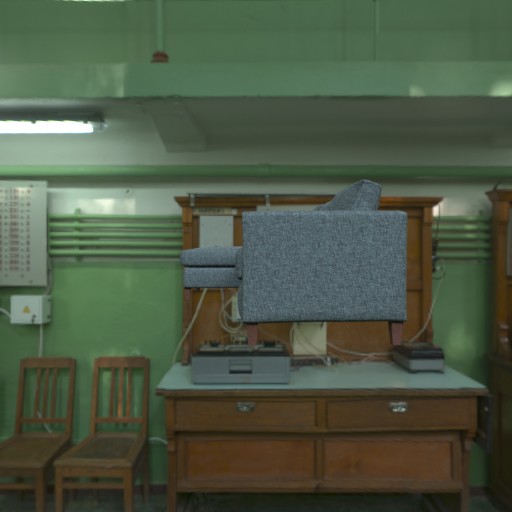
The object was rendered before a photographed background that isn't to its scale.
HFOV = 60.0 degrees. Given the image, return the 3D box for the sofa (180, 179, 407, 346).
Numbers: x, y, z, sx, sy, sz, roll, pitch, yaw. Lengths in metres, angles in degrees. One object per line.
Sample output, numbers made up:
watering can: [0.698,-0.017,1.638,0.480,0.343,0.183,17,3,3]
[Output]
sofa: [0.000,0.000,4.138,1.635,0.960,3.485,0,1,-1]
